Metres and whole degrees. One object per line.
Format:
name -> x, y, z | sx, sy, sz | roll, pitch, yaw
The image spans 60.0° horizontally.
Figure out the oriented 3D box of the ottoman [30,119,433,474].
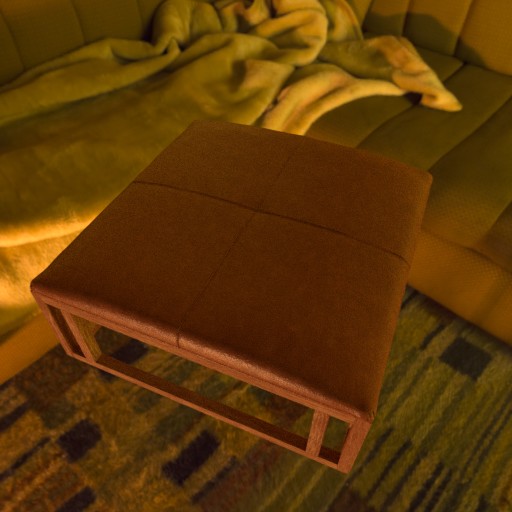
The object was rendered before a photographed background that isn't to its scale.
ottoman -> 0.000, 0.000, 1.573 | 1.013, 0.442, 1.016 | 17, 49, 16
